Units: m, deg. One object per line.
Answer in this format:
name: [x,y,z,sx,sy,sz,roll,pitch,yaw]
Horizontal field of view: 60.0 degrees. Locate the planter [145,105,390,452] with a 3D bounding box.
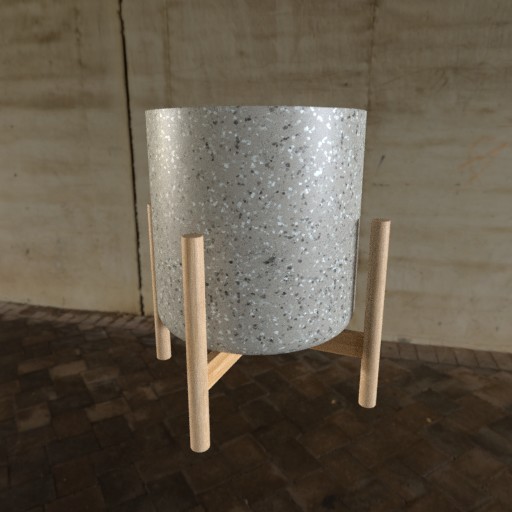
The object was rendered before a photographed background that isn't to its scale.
planter: [0.000,0.000,0.679,0.360,0.419,0.360,-14,21,-42]
